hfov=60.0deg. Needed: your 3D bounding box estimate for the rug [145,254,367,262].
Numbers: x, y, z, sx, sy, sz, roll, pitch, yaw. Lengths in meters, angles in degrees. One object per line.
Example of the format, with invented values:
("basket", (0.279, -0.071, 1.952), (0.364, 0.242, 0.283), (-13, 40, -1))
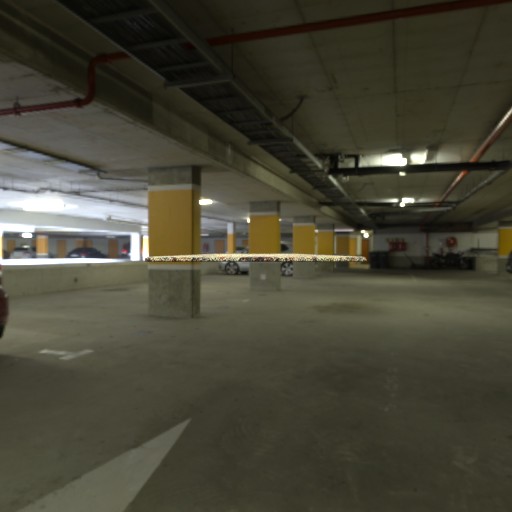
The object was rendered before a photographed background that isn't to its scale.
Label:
("rug", (0.000, 0.000, 2.501), (0.688, 0.015, 2.292), (0, 1, 0))
